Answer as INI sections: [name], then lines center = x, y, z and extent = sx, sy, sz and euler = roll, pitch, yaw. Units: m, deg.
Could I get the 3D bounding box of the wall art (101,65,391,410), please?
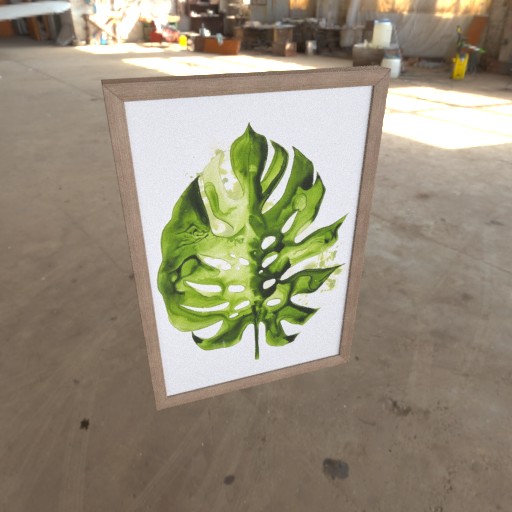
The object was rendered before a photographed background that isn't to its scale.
[wall art]
center = 0.000, 0.000, 0.661
extent = 0.356, 0.509, 0.031
euler = -10, 32, -16
